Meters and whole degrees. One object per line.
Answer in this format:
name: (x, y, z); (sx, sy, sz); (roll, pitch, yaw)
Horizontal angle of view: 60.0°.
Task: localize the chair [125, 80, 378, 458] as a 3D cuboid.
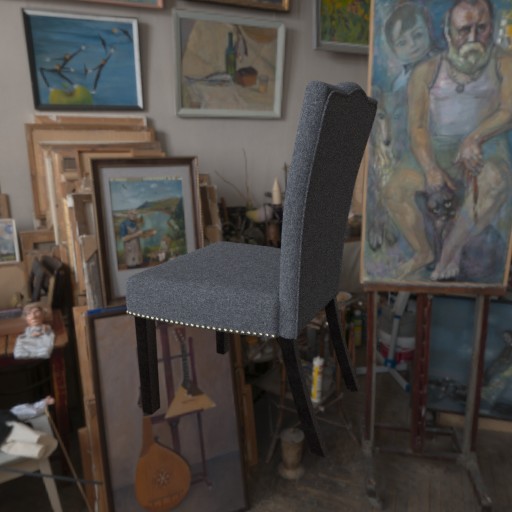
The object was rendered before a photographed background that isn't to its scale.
chair: (0.000, 0.000, 1.320); (0.589, 0.946, 0.518); (8, 17, 26)
